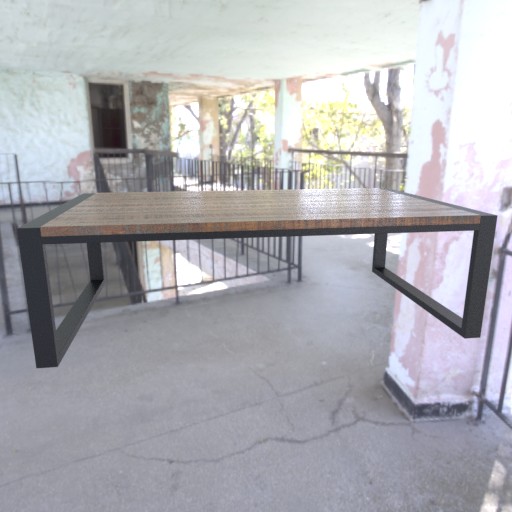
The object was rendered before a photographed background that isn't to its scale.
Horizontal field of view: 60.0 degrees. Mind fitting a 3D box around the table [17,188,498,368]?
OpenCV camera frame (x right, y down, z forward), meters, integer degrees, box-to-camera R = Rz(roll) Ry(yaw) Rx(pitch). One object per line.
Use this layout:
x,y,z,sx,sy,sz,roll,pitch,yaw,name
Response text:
0.000,0.000,1.639,1.350,0.400,0.750,-2,15,-8,table
